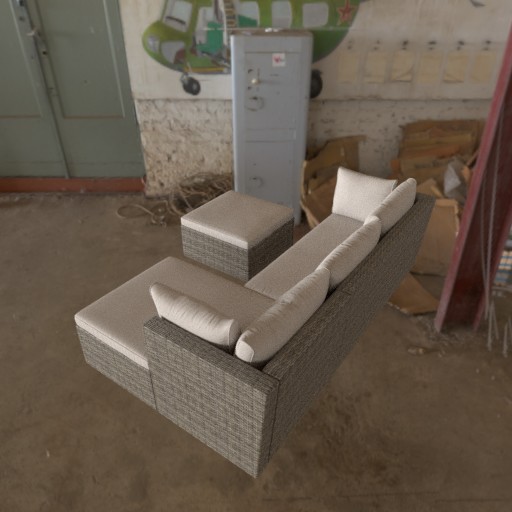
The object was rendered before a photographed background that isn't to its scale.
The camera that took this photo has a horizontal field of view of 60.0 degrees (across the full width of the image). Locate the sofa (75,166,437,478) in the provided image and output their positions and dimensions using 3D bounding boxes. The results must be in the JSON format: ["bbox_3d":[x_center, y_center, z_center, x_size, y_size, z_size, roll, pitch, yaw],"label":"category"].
[{"bbox_3d":[0.000,0.000,2.986,1.662,0.766,2.192,21,38,29],"label":"sofa"}]
